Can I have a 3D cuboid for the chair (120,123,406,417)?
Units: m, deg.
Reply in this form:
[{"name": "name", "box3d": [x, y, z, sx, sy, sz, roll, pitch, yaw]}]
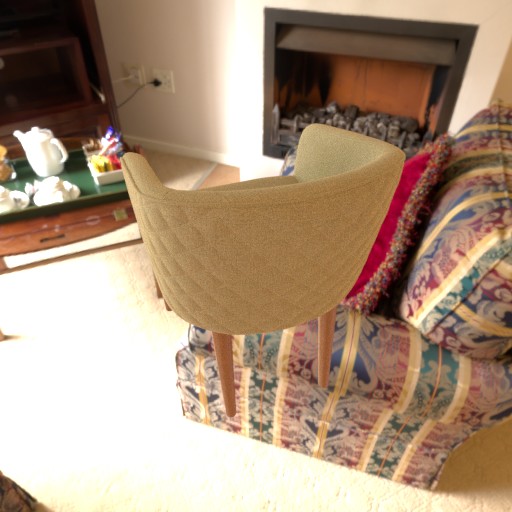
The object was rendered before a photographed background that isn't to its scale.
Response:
[{"name": "chair", "box3d": [0.000, 0.000, 1.200, 0.584, 0.775, 0.616, -13, 43, -14]}]
